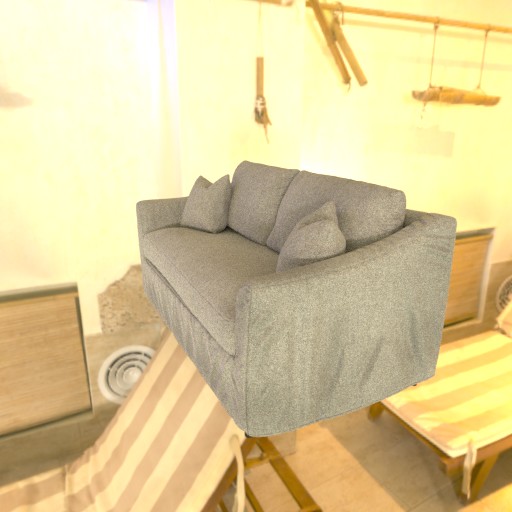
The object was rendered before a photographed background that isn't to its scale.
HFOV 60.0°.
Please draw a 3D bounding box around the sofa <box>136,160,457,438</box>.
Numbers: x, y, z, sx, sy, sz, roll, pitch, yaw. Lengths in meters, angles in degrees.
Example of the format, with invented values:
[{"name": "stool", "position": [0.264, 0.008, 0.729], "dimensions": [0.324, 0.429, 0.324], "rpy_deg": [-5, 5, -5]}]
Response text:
[{"name": "sofa", "position": [0.000, 0.000, 2.706], "dimensions": [1.072, 1.018, 2.010], "rpy_deg": [-8, 18, -25]}]
